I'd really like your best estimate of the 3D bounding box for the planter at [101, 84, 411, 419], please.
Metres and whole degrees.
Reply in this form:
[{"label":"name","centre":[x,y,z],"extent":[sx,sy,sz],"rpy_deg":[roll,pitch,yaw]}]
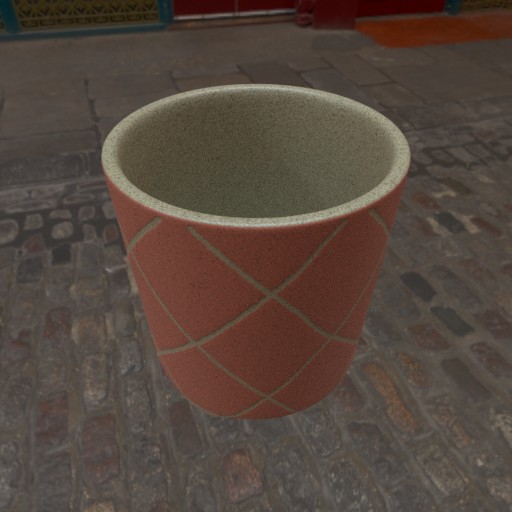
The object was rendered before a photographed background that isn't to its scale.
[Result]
[{"label":"planter","centre":[0.000,0.000,0.346],"extent":[0.191,0.200,0.191],"rpy_deg":[0,41,0]}]
